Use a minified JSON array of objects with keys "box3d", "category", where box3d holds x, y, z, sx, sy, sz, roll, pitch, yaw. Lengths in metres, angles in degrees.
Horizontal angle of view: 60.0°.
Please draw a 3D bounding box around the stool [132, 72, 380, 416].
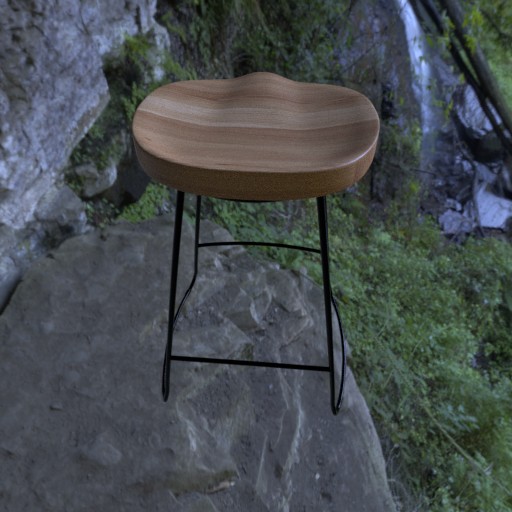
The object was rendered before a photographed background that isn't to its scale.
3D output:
[{"box3d":[0.000,0.000,0.956,0.480,0.679,0.401,3,46,3],"category":"stool"}]
